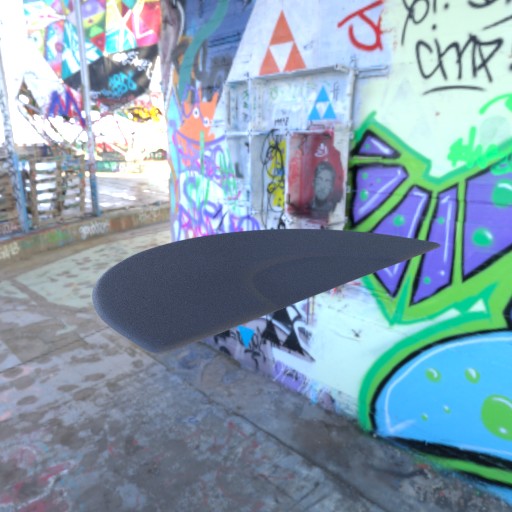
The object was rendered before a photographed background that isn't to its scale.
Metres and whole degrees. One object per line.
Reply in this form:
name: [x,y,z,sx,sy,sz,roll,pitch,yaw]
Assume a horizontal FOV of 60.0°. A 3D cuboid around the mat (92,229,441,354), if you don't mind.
mat: [0.000,0.000,1.828,1.525,0.016,0.917,-14,21,-43]
